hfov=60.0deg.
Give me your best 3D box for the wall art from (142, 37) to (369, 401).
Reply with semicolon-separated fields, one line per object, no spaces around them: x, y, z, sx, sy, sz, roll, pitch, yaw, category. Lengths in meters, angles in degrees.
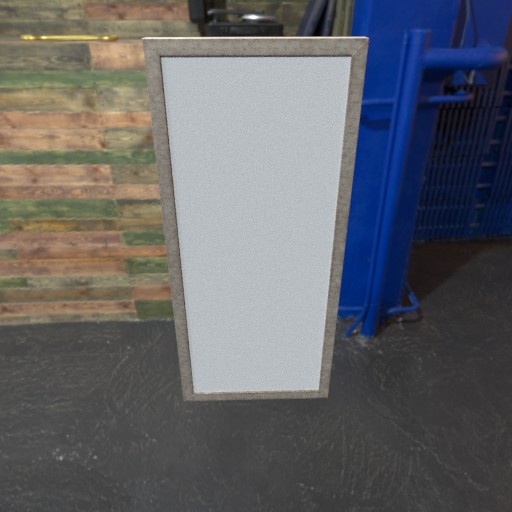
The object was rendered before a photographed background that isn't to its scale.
0.000;0.000;1.649;0.648;1.461;0.051;-1;30;-2;wall art
